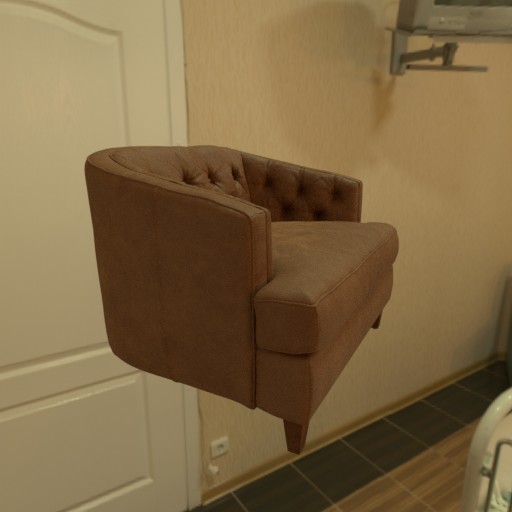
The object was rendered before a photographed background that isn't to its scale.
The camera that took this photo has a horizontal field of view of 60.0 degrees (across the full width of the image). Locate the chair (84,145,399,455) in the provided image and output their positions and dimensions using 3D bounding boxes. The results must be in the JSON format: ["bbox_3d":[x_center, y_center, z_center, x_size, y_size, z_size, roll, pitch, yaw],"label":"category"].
[{"bbox_3d":[0.000,0.000,1.735,0.911,0.836,1.119,7,16,26],"label":"chair"}]
